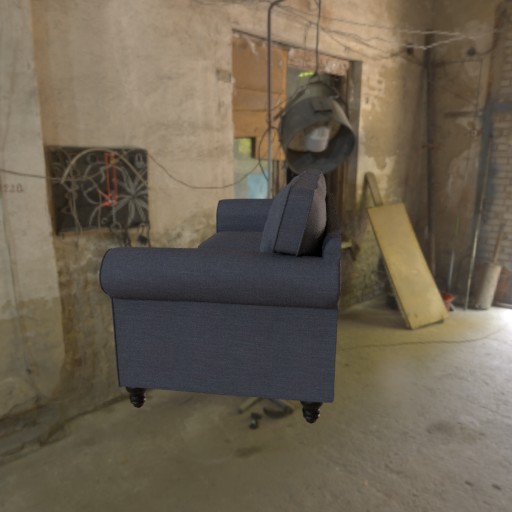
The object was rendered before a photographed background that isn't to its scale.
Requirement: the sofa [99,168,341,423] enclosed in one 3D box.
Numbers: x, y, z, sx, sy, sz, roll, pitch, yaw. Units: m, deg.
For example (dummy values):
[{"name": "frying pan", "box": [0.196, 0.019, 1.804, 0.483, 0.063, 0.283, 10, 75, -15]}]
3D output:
[{"name": "sofa", "box": [0.000, 0.000, 2.613, 0.909, 0.966, 2.084, 2, 13, 9]}]
